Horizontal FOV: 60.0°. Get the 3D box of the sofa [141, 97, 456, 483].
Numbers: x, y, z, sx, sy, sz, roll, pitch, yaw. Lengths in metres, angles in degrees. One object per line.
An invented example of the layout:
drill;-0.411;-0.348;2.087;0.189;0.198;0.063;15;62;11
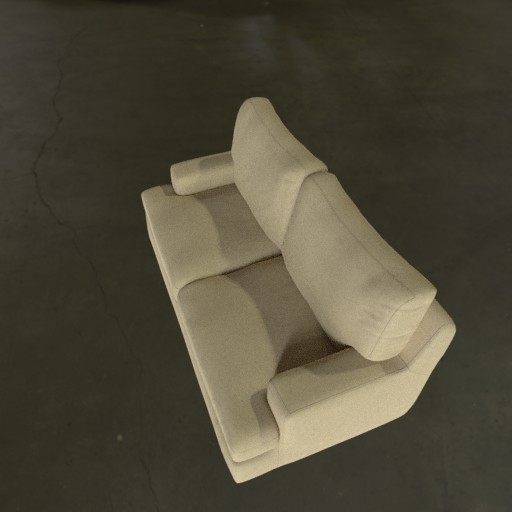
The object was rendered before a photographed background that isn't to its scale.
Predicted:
sofa;0.000;0.000;2.412;0.962;0.967;1.885;-16;48;-15
